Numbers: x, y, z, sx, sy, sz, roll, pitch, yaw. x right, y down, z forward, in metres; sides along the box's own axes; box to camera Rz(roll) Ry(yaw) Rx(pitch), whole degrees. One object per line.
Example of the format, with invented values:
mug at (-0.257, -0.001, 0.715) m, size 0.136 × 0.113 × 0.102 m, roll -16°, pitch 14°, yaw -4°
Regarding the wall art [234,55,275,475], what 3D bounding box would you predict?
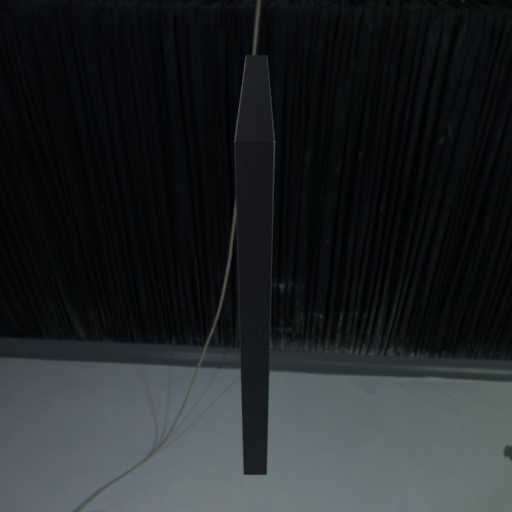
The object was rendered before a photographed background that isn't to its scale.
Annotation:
wall art at (0.000, 0.000, 0.752) m, size 0.039 × 0.555 × 0.449 m, roll 0°, pitch 34°, yaw 0°
